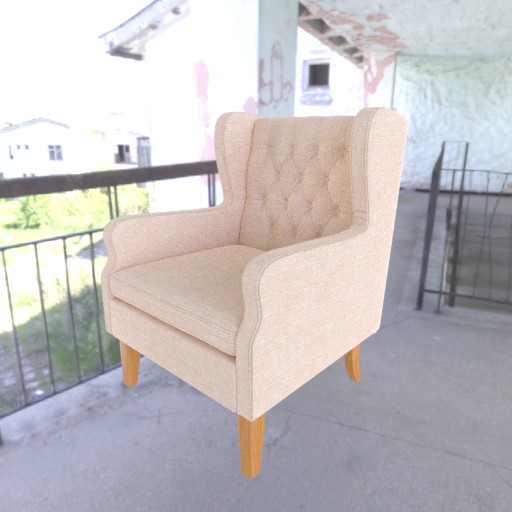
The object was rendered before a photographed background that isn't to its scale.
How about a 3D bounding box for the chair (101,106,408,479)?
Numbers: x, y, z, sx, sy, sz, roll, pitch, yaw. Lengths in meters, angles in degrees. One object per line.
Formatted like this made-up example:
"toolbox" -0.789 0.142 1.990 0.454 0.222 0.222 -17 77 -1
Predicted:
"chair" 0.000 0.000 1.466 0.710 0.930 0.760 15 22 42
